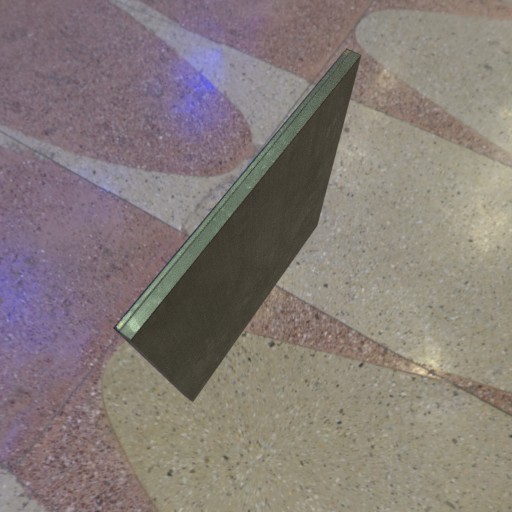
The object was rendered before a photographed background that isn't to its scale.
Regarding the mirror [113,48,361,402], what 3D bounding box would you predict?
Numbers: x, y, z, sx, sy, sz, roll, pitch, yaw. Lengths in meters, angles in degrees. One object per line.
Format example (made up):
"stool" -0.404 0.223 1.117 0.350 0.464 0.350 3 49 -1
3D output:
"mirror" 0.000 0.000 0.590 0.020 0.381 0.382 31 69 14
